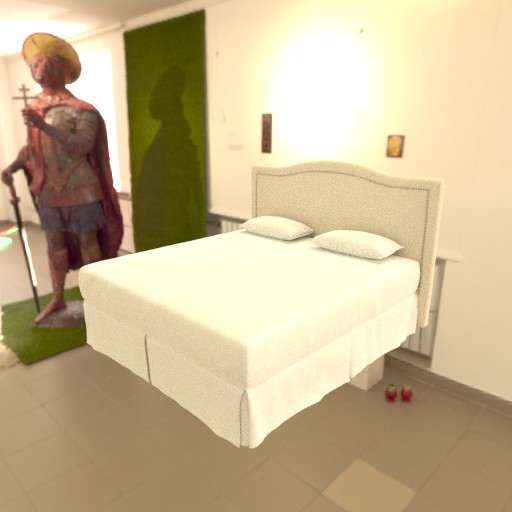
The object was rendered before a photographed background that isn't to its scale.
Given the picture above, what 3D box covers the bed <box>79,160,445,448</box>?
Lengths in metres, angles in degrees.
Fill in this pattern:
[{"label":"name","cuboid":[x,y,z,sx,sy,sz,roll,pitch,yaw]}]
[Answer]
[{"label":"bed","cuboid":[0.000,0.000,3.608,2.083,1.421,2.182,15,22,42]}]
